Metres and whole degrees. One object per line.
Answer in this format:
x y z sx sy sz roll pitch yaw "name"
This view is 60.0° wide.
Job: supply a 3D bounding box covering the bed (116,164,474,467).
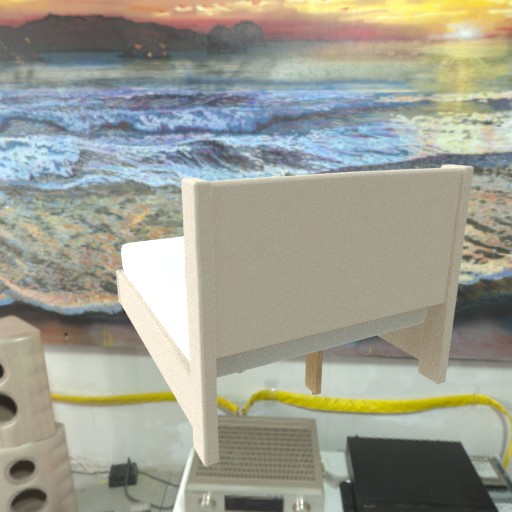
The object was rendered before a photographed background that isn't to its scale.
0.000 0.000 3.449 1.778 1.471 2.293 -8 18 -26 "bed"
